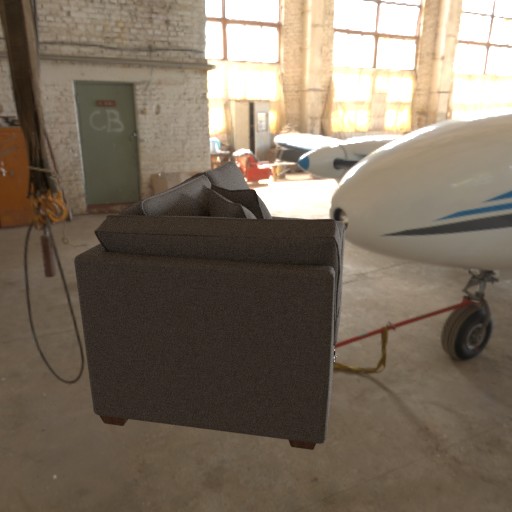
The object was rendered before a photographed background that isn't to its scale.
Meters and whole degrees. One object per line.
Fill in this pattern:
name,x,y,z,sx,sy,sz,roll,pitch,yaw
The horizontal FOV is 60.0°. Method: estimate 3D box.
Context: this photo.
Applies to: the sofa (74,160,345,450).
sofa,0.000,0.000,2.832,1.110,1.033,2.237,3,18,11
